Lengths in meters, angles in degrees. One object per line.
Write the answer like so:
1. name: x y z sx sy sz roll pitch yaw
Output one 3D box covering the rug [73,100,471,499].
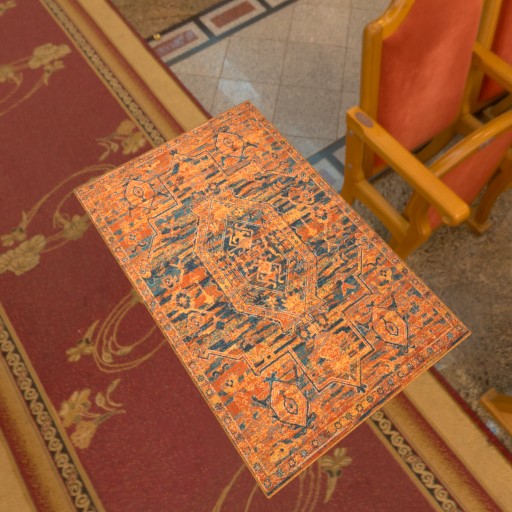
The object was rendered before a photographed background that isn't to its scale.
1. rug: 0.000 0.000 1.065 0.557 0.008 0.863 -32 67 -15
